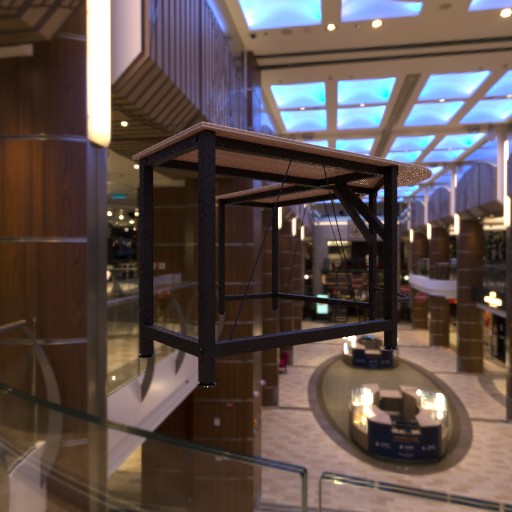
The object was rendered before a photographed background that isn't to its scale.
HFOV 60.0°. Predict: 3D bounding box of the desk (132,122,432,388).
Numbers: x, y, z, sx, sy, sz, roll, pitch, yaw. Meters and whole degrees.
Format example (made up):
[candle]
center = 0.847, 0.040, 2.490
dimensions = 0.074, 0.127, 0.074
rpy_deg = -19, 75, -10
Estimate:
[desk]
center = 0.000, 0.000, 2.231
dimensions = 1.400, 0.762, 1.400
rpy_deg = 0, 0, -36
